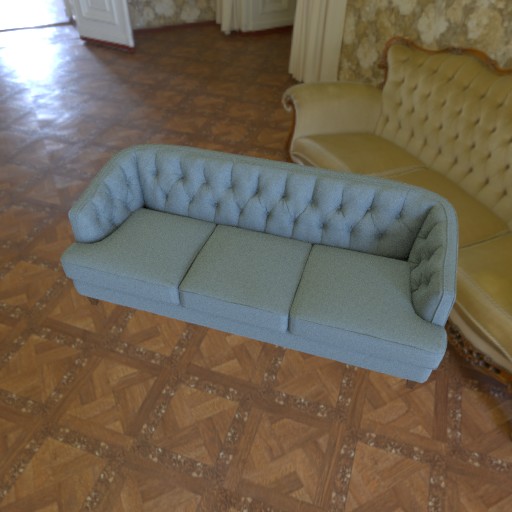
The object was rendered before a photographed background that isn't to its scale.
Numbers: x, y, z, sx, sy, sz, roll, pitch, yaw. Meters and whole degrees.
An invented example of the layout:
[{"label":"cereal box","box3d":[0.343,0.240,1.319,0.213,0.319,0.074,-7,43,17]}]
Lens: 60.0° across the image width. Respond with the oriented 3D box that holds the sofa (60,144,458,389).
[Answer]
[{"label":"sofa","box3d":[0.000,0.000,2.788,2.278,0.855,0.941,12,43,13]}]
